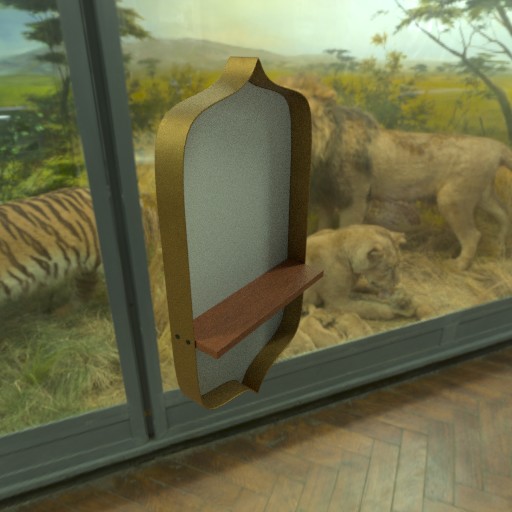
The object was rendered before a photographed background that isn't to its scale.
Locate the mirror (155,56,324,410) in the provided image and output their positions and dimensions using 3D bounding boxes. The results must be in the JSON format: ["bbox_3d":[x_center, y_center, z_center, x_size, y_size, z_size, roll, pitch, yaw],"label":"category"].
[{"bbox_3d":[0.000,0.000,0.749,0.096,0.613,0.323,19,32,33],"label":"mirror"}]
